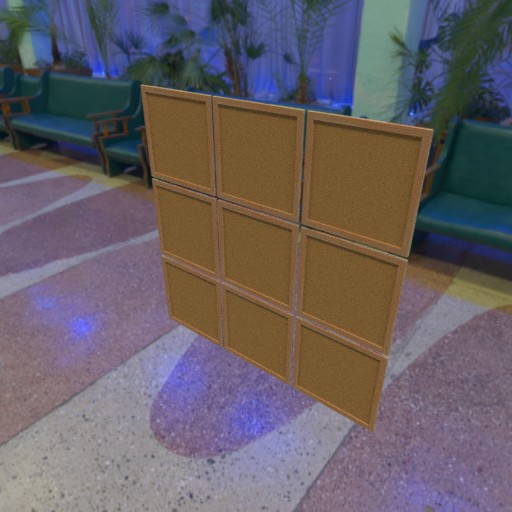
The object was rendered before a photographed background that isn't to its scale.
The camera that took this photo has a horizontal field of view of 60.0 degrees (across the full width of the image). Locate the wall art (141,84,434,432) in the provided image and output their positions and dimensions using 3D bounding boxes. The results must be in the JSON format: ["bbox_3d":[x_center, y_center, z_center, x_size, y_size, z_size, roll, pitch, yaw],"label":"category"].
[{"bbox_3d":[0.000,0.000,2.281,1.521,1.519,0.013,21,36,32],"label":"wall art"}]
